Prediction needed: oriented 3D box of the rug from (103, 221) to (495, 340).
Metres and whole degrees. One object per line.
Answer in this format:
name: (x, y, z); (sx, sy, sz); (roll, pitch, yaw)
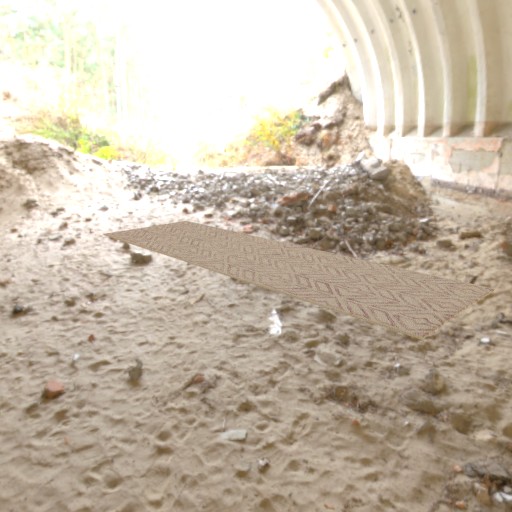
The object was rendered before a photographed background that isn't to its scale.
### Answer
rug: (0.000, 0.000, 2.661); (0.750, 0.009, 2.435); (-14, 21, -43)
